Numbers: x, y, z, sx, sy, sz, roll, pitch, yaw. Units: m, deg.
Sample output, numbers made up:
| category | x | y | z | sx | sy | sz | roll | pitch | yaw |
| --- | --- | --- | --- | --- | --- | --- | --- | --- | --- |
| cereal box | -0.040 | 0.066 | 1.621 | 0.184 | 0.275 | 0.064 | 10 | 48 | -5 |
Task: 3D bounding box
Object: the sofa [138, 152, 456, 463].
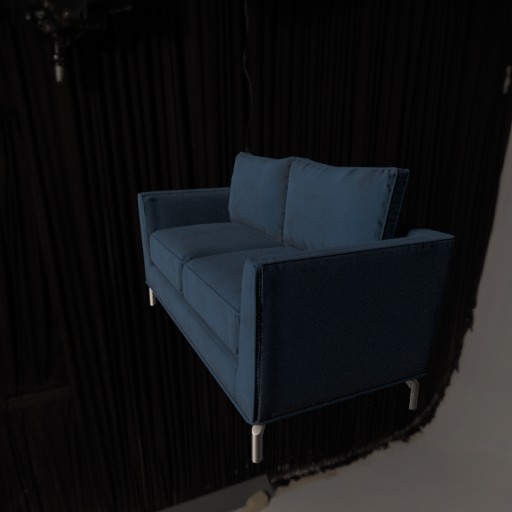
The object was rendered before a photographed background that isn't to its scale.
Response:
| category | x | y | z | sx | sy | sz | roll | pitch | yaw |
| --- | --- | --- | --- | --- | --- | --- | --- | --- | --- |
| sofa | 0.000 | 0.000 | 2.313 | 0.853 | 1.002 | 1.770 | -7 | 17 | -24 |
